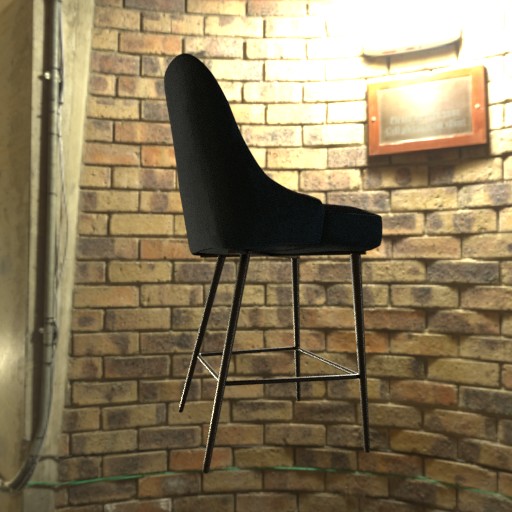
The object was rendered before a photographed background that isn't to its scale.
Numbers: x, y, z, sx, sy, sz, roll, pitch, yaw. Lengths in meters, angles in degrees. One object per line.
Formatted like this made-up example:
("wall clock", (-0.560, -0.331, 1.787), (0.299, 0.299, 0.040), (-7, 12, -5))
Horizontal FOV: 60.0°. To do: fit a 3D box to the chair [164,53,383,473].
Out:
("chair", (0.000, 0.000, 1.190), (0.489, 0.927, 0.526), (1, -2, -17))
